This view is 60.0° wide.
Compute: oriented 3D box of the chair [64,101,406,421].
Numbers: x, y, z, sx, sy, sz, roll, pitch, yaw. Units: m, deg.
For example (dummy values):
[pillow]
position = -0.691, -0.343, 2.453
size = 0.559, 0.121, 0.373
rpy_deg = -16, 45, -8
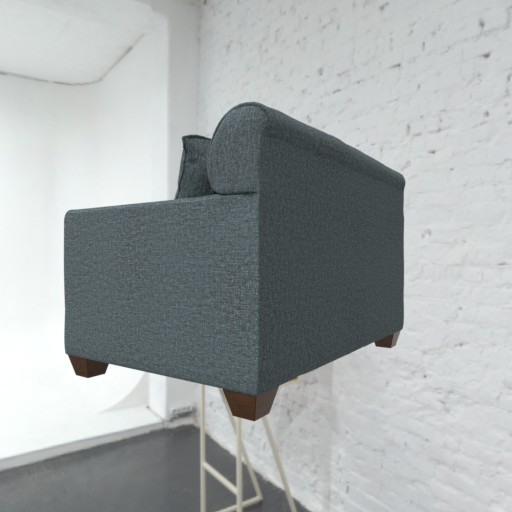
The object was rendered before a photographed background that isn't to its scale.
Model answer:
[chair]
position = 0.000, 0.000, 2.056
size = 1.000, 0.948, 1.383
rpy_deg = 0, 0, 35
